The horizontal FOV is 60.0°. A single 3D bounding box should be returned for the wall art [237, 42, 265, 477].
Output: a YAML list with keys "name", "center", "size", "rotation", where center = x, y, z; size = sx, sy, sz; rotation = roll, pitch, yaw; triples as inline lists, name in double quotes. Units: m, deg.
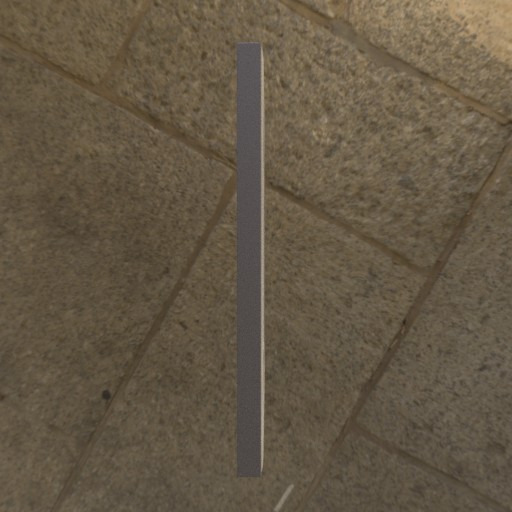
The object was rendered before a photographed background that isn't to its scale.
- name: "wall art"
  center: [0.000, 0.000, 0.746]
  size: [0.029, 0.558, 0.458]
  rotation: [0, 91, 1]
